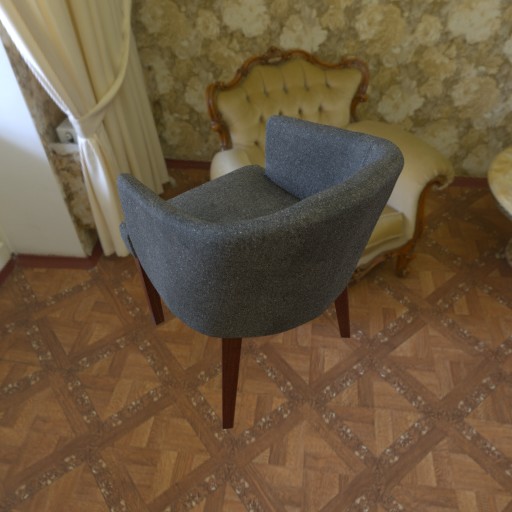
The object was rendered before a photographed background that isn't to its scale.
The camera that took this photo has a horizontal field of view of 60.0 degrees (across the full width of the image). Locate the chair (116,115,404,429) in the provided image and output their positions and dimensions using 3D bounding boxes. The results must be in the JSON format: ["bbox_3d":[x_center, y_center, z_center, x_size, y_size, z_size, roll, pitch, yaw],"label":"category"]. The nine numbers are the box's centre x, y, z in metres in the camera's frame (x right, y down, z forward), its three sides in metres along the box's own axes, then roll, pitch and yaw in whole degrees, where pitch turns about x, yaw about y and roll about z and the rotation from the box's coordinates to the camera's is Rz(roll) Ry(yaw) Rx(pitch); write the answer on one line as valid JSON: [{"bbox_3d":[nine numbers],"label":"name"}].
[{"bbox_3d":[0.000,0.000,1.262,0.583,0.811,0.655,-29,51,-27],"label":"chair"}]
